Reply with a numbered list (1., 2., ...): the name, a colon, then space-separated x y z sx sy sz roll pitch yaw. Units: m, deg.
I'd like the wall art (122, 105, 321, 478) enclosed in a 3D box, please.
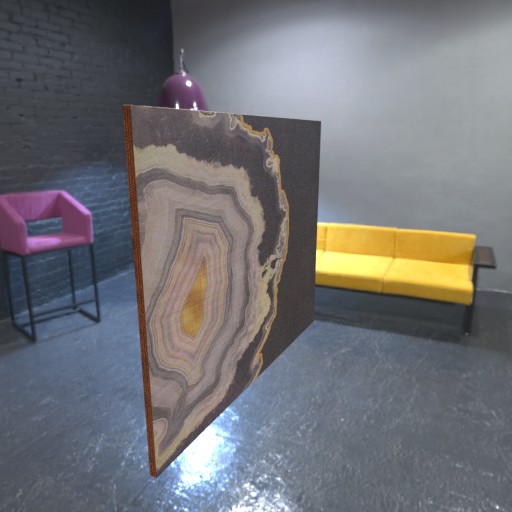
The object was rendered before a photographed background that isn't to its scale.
1. wall art: 0.000 0.000 0.676 0.010 0.408 0.508 8 17 27
